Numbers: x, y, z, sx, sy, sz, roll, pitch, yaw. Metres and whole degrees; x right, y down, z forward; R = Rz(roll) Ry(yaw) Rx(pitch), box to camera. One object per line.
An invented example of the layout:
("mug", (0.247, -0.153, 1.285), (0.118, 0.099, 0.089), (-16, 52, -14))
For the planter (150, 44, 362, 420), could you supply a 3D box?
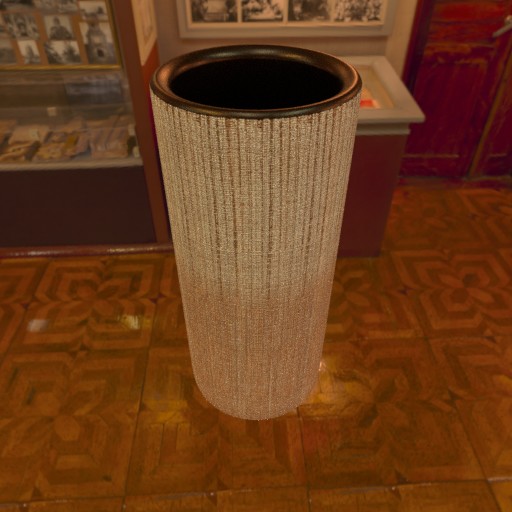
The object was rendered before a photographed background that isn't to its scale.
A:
("planter", (0.000, 0.000, 0.282), (0.100, 0.227, 0.100), (0, 40, -1))
